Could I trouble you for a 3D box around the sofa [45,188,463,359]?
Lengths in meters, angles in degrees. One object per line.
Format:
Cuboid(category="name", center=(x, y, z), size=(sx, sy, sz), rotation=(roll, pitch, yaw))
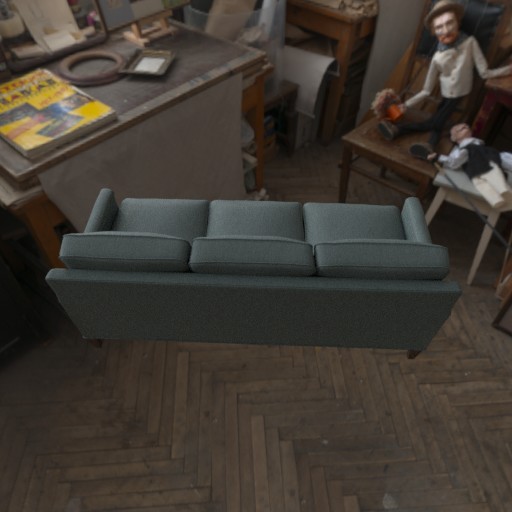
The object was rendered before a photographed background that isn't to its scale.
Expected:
Cuboid(category="sofa", center=(0.000, 0.000, 2.891), size=(2.246, 1.003, 1.084), rotation=(2, 48, 2))
